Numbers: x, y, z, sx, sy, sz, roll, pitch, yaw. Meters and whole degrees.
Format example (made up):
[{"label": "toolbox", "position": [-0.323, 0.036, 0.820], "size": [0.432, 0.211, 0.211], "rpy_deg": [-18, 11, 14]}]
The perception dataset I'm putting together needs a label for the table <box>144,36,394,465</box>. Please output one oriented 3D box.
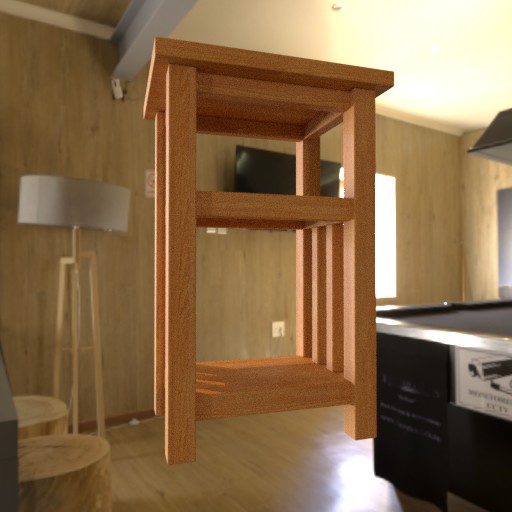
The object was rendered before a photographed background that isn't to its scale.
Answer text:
[{"label": "table", "position": [0.000, 0.000, 0.735], "size": [0.350, 0.550, 0.270], "rpy_deg": [0, -1, -17]}]
